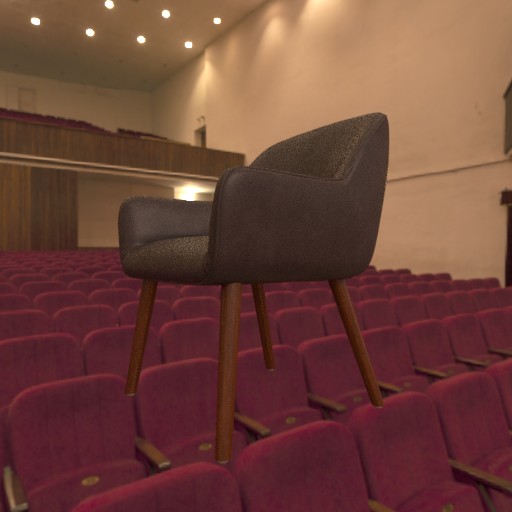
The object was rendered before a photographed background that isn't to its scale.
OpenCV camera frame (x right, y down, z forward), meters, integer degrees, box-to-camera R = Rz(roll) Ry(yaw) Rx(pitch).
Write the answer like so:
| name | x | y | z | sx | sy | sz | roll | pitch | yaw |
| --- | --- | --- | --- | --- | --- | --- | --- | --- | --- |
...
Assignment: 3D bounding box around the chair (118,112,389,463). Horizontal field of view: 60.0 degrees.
| name | x | y | z | sx | sy | sz | roll | pitch | yaw |
| --- | --- | --- | --- | --- | --- | --- | --- | --- | --- |
| chair | 0.000 | 0.000 | 1.270 | 0.610 | 0.828 | 0.610 | 0 | 0 | -36 |
